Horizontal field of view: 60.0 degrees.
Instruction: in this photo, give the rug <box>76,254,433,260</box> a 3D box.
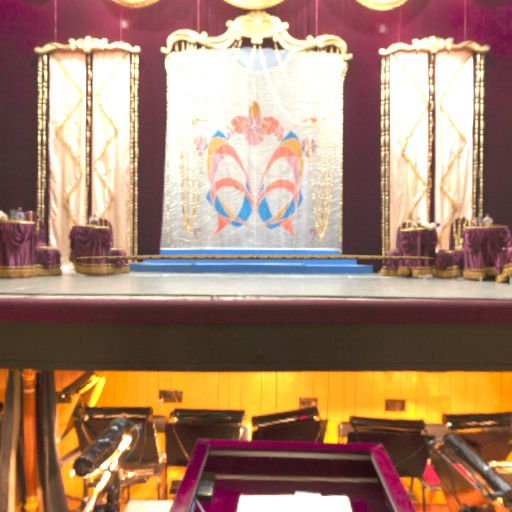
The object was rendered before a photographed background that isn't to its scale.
[{"bbox_3d":[0.000,0.000,3.093,1.517,0.011,2.435,0,0,0],"label":"rug"}]
